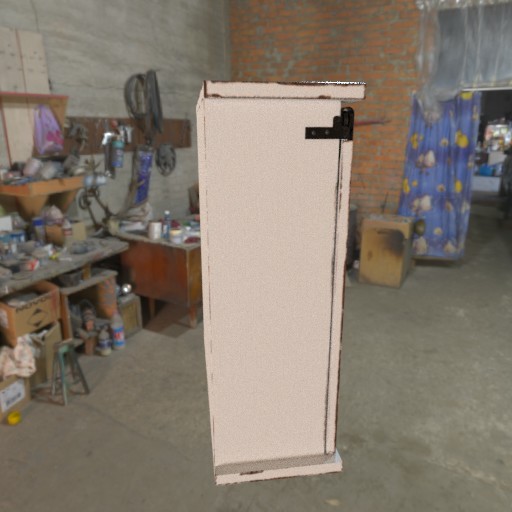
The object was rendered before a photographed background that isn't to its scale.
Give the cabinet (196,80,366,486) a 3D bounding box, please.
[{"bbox_3d":[0.000,0.000,0.896,0.210,0.603,0.541,-2,16,-8],"label":"cabinet"}]
